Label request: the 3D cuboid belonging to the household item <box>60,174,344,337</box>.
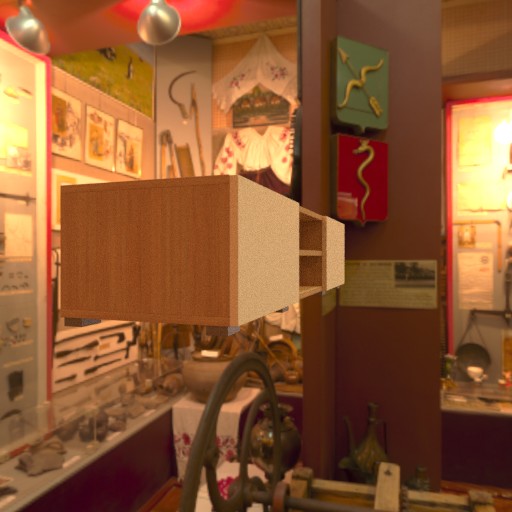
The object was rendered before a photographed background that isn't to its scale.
[{"bbox_3d":[0.000,0.000,1.565,0.420,0.310,1.400,0,0,19],"label":"household item"}]
